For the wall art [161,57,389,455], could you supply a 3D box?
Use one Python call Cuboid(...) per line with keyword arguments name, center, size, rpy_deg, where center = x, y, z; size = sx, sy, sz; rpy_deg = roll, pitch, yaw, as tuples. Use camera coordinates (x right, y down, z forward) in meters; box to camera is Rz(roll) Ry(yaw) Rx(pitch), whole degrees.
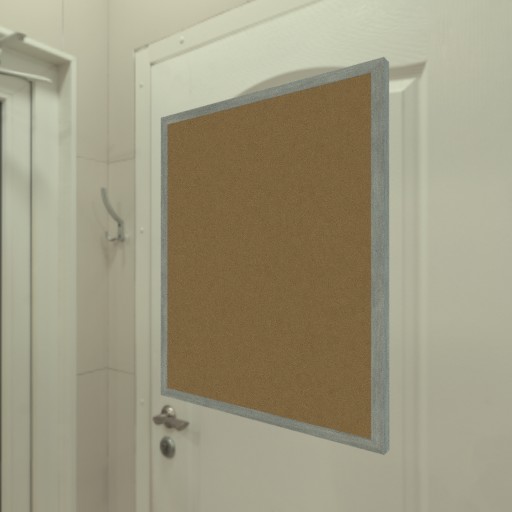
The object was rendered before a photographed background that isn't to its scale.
Cuboid(name="wall art", center=(0.000, 0.000, 0.797), size=(0.479, 0.582, 0.022), rpy_deg=(0, 0, 36))
